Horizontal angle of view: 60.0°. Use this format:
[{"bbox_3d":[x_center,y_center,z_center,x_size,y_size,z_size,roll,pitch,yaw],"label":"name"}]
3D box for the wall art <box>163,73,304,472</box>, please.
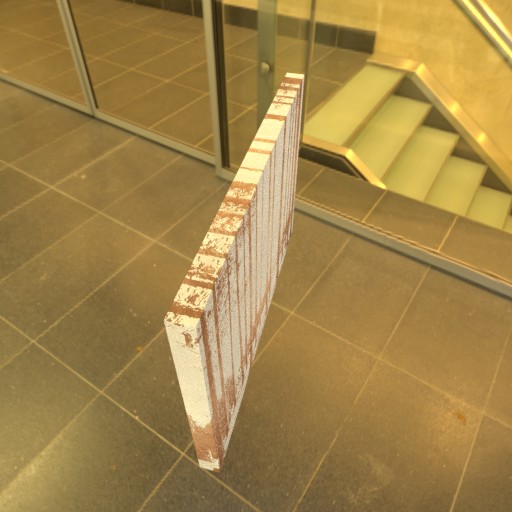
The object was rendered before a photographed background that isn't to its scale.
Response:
[{"bbox_3d":[0.000,0.000,0.793,0.035,0.405,0.609,10,46,10],"label":"wall art"}]
